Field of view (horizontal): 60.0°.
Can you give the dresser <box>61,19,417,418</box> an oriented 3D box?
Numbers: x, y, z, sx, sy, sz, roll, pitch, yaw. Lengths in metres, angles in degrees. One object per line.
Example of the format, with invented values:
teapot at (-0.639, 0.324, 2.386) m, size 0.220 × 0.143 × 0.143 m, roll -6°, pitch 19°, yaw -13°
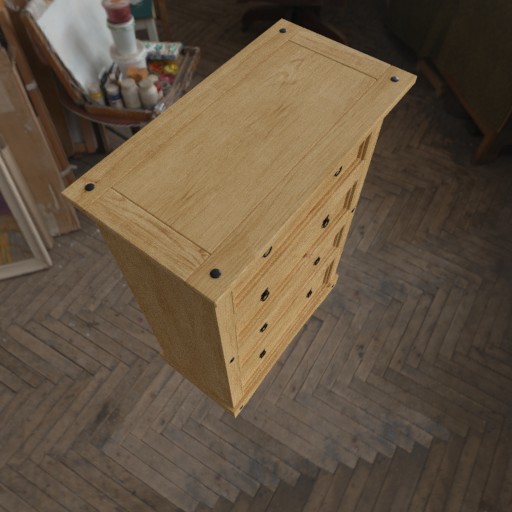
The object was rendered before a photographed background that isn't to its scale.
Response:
dresser at (0.000, 0.000, 1.724) m, size 0.485 × 1.300 × 0.915 m, roll 33°, pitch 64°, yaw 18°
